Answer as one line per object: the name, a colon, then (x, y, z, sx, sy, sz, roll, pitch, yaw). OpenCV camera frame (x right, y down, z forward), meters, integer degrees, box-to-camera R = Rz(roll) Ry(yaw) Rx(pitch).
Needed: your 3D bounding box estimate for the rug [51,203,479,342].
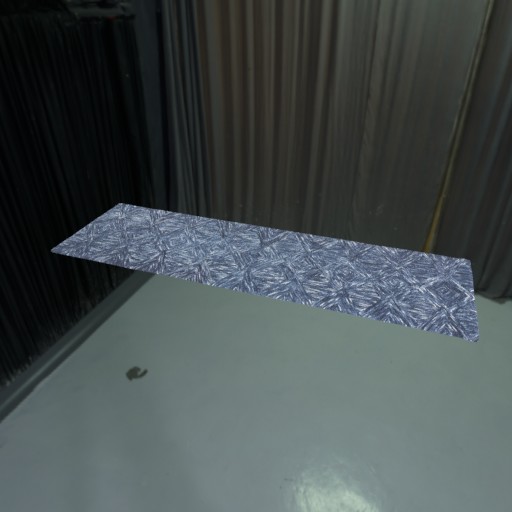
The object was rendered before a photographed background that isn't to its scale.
rug: (0.000, 0.000, 2.531, 2.306, 0.013, 0.719, 10, 33, 16)
